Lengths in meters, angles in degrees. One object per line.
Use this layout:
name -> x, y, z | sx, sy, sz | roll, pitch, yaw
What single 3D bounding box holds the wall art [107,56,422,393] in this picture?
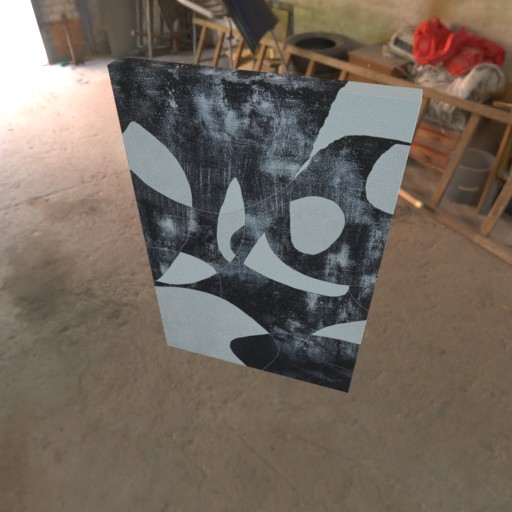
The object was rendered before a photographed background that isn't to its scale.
wall art -> 0.000, 0.000, 0.765 | 0.407, 0.610, 0.039 | 12, 43, 13
